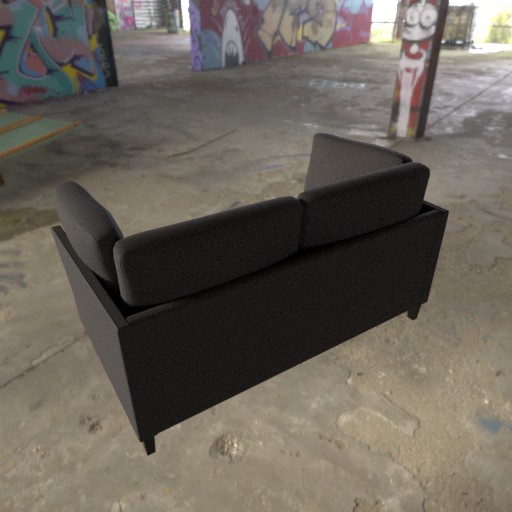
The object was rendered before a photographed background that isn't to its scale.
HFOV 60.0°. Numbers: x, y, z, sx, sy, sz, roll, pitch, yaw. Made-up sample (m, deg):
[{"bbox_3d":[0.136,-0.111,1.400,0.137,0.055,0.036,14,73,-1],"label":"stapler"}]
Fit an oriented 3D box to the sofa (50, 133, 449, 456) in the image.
[{"bbox_3d":[0.000,0.000,2.297,1.751,0.920,0.969,-18,35,-28],"label":"sofa"}]
